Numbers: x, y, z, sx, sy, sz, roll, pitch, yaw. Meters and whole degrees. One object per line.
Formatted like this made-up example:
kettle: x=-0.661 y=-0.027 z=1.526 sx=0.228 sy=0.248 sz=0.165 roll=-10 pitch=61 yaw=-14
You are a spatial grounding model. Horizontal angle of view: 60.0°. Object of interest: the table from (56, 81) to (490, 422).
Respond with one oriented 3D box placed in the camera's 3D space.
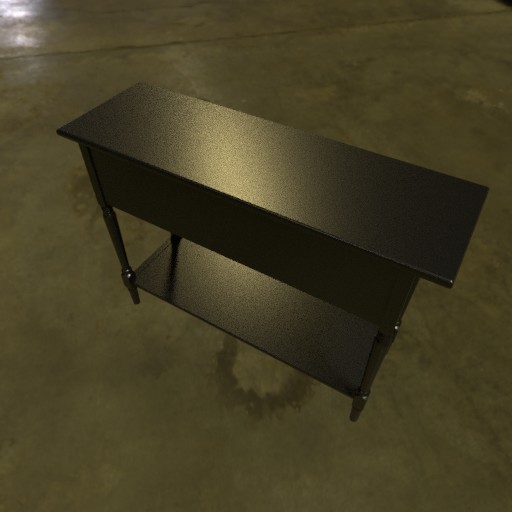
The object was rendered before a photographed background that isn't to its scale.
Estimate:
table: x=0.000 y=0.000 z=1.542 sx=1.191 sy=0.819 sz=0.386 roll=23 pitch=51 yaw=21
